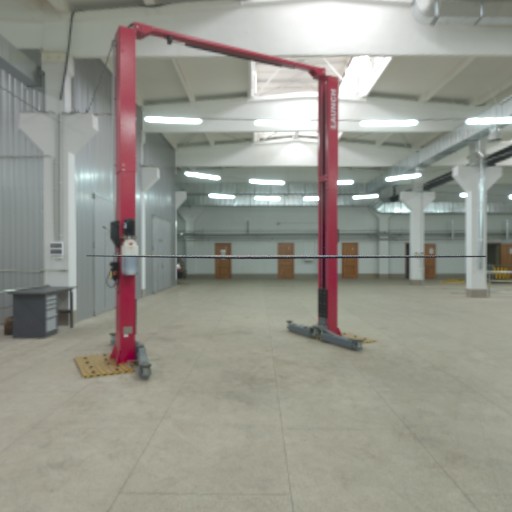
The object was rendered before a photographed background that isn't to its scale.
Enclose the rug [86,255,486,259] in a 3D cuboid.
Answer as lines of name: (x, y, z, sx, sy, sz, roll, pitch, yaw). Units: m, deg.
rug: (0.000, 0.000, 2.941, 1.630, 0.009, 2.232, 0, 0, -35)
